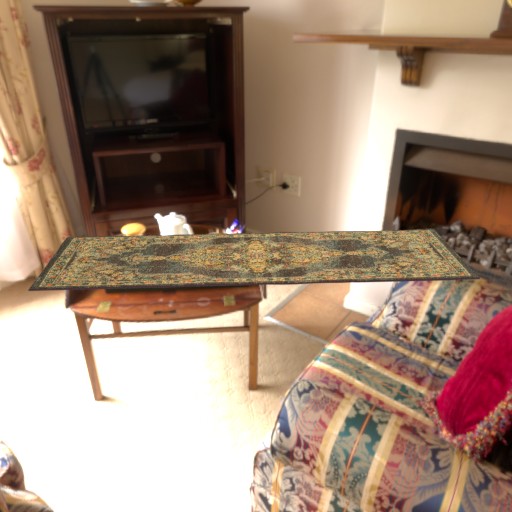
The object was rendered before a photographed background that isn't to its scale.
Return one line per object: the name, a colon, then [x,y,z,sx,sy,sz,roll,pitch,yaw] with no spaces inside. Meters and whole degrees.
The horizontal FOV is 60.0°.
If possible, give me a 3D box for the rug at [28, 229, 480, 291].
rug: [0.000,0.000,2.489,2.283,0.016,0.602,-1,28,-3]
